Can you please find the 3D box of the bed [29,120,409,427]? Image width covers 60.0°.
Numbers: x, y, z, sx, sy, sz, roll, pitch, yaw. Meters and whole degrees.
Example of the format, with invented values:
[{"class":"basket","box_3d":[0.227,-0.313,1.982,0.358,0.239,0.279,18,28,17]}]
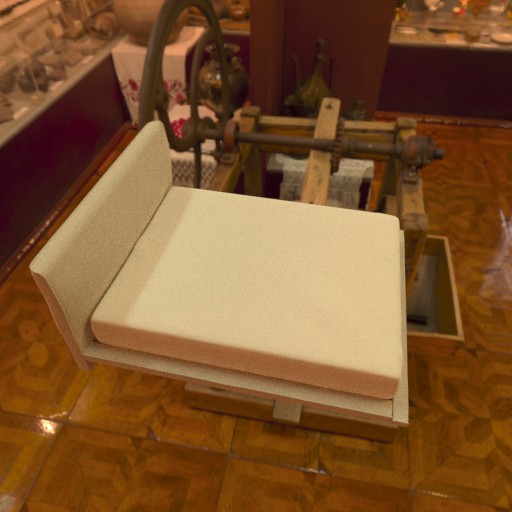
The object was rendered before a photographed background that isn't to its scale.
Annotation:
[{"class":"bed","box_3d":[0.000,0.000,3.545,2.498,1.126,1.980,9,45,9]}]
